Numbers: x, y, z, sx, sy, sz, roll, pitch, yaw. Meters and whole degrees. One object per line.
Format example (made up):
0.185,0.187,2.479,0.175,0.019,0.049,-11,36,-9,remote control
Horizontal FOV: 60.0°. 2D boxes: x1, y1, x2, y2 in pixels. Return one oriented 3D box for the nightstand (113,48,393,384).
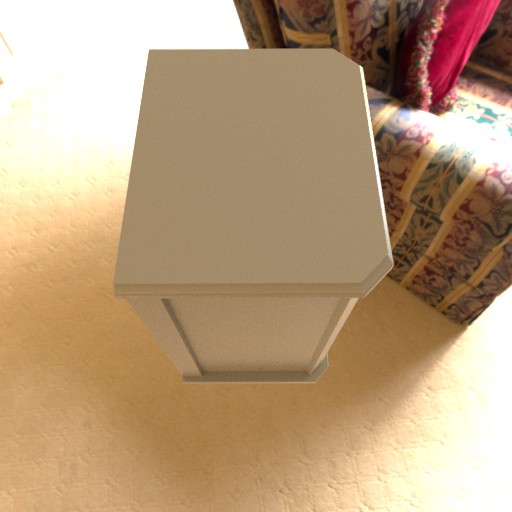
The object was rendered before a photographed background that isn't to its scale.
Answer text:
0.000,0.000,0.931,0.348,0.680,0.435,0,64,0,nightstand
